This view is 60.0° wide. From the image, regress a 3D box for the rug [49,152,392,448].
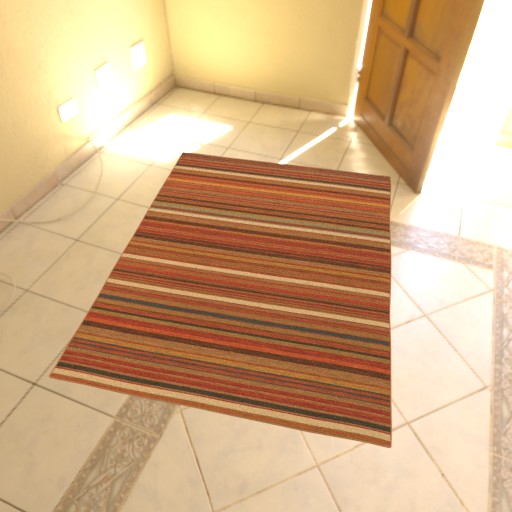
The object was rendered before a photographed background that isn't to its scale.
[{"bbox_3d":[0.000,0.000,4.127,2.479,0.023,3.092,9,46,8],"label":"rug"}]
